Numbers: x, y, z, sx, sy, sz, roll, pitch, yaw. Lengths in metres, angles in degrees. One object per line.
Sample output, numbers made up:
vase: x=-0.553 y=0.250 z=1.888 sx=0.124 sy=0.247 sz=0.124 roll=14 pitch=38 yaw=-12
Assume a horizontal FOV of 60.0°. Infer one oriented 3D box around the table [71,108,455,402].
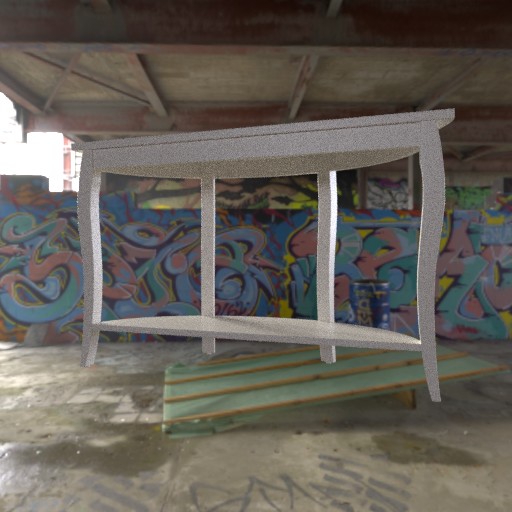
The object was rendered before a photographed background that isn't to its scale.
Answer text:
table: x=0.000 y=0.000 z=1.538 sx=1.219 sy=0.780 sz=0.394 roll=0 pitch=1 yaw=18
